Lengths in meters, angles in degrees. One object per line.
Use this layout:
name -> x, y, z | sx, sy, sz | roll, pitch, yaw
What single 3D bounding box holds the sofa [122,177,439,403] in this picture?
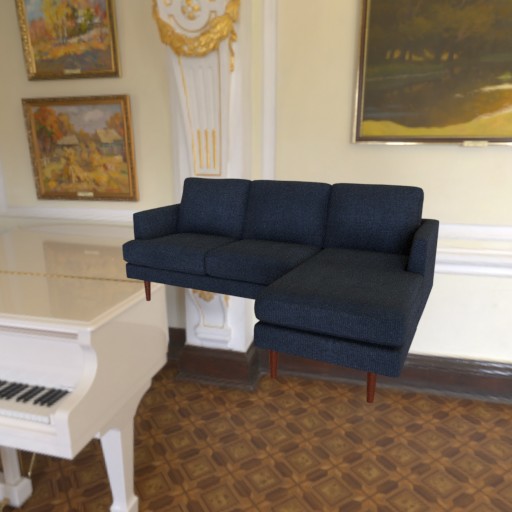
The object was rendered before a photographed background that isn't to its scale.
sofa -> 0.000, 0.000, 3.088 | 2.233, 0.956, 1.504 | 7, 16, 26
